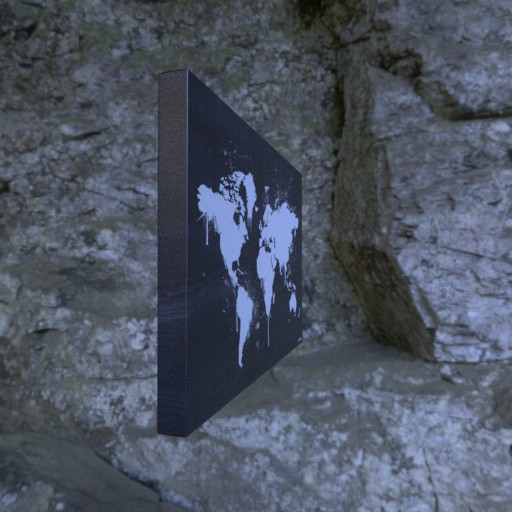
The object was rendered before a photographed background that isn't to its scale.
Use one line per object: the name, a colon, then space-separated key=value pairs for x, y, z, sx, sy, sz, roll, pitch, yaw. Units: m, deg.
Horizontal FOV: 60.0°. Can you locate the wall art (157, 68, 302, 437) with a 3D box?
wall art: x=0.000 y=0.000 z=0.783 sx=0.038 sy=0.409 sz=0.610 roll=0 pitch=-1 yaw=18
